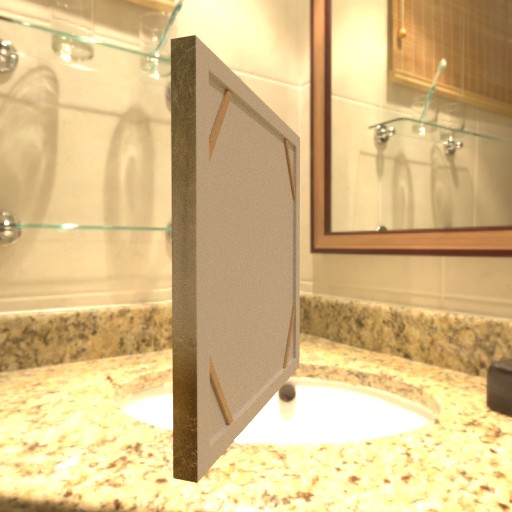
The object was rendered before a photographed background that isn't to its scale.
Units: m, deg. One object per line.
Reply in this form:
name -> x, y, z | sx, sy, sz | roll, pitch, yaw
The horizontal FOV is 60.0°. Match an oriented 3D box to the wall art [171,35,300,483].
wall art -> 0.000, 0.000, 0.897 | 0.038, 0.610, 0.610 | 1, 2, 19
